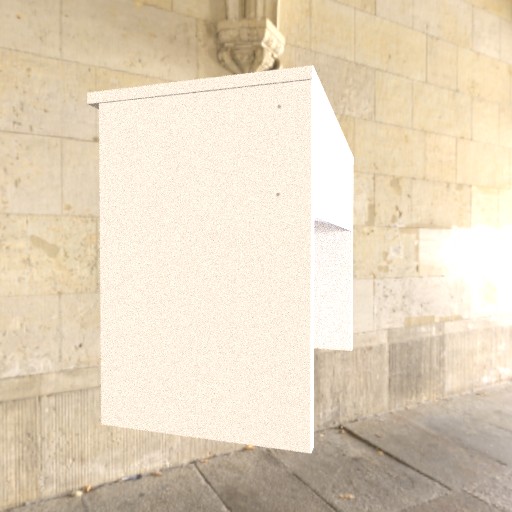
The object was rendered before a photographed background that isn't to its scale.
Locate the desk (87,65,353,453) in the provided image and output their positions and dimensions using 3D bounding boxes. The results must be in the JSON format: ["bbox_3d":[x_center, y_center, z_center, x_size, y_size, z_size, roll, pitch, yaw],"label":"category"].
[{"bbox_3d":[0.000,0.000,1.334,0.498,0.729,0.900,0,1,17],"label":"desk"}]
